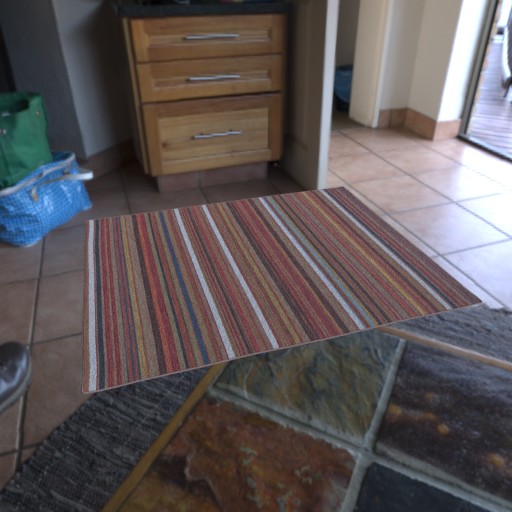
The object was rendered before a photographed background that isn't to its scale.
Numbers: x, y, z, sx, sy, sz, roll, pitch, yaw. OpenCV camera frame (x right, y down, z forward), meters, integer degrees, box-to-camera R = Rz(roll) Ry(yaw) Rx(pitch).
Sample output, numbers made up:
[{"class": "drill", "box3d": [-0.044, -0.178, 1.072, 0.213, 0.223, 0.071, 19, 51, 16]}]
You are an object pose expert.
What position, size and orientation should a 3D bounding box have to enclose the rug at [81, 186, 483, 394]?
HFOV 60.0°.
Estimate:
[{"class": "rug", "box3d": [0.000, 0.000, 4.177, 3.092, 0.023, 2.479, -9, 33, -15]}]
